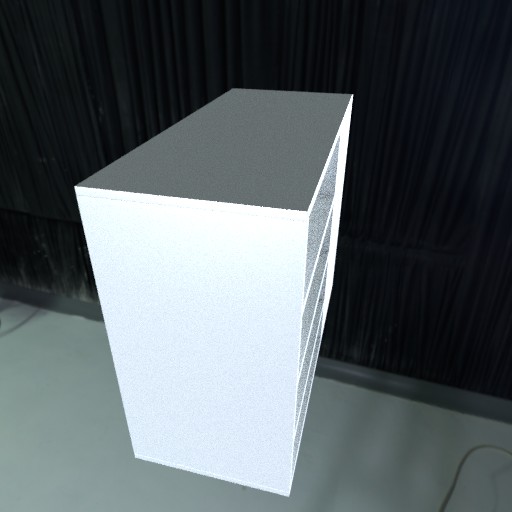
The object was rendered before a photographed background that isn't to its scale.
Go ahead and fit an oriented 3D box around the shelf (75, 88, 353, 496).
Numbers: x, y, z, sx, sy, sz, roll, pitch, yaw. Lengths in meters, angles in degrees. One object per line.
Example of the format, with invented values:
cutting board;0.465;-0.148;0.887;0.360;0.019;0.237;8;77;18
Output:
shelf;0.000;0.000;1.261;0.396;0.732;0.895;8;32;13
